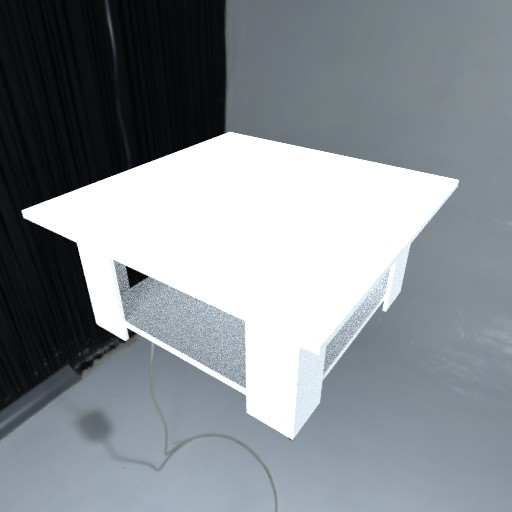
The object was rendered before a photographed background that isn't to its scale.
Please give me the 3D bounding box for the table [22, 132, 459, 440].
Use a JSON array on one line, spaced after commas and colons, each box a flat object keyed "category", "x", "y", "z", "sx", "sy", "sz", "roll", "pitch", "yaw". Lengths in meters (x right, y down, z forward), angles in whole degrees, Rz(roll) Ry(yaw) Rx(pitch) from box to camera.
[{"category": "table", "x": 0.000, "y": 0.000, "z": 1.032, "sx": 0.670, "sy": 0.305, "sz": 0.670, "roll": 20, "pitch": 37, "yaw": 29}]
